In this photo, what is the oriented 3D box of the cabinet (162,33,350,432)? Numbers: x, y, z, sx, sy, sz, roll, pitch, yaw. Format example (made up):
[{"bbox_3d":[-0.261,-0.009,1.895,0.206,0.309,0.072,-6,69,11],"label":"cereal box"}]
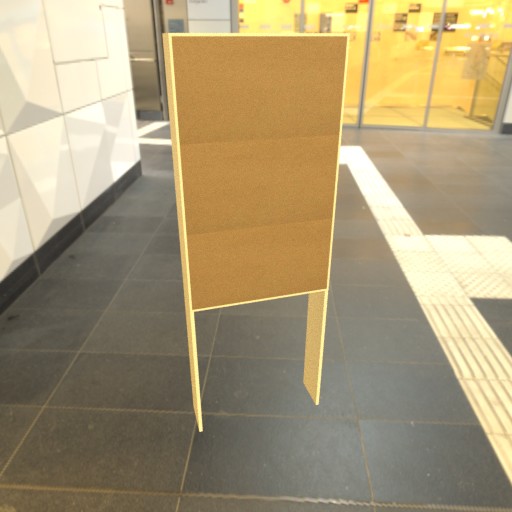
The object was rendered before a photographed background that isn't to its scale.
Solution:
[{"bbox_3d":[0.000,0.000,1.972,0.643,1.770,0.192,-8,27,-15],"label":"cabinet"}]
